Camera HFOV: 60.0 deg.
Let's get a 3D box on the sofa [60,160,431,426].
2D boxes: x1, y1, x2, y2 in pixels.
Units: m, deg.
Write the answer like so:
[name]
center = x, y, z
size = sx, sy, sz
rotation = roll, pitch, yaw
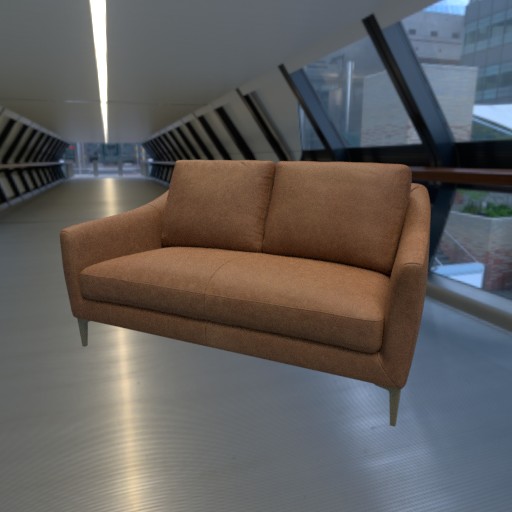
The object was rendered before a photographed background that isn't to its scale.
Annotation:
[sofa]
center = 0.000, 0.000, 2.160
size = 1.619, 0.902, 0.960
rotation = 6, 15, 26
